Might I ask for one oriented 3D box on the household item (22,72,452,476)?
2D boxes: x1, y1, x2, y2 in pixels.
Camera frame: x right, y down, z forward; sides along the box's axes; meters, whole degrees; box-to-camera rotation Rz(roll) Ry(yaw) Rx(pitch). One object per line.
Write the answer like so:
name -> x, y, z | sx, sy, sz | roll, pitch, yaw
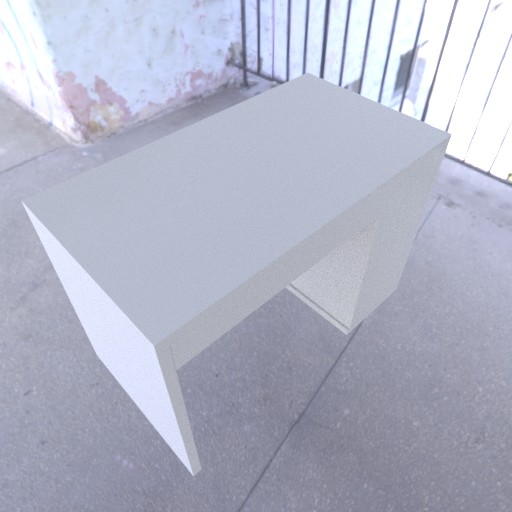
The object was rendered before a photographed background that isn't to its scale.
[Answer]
household item -> 0.000, 0.000, 1.523 | 1.100, 0.749, 0.597 | -34, 55, -28
